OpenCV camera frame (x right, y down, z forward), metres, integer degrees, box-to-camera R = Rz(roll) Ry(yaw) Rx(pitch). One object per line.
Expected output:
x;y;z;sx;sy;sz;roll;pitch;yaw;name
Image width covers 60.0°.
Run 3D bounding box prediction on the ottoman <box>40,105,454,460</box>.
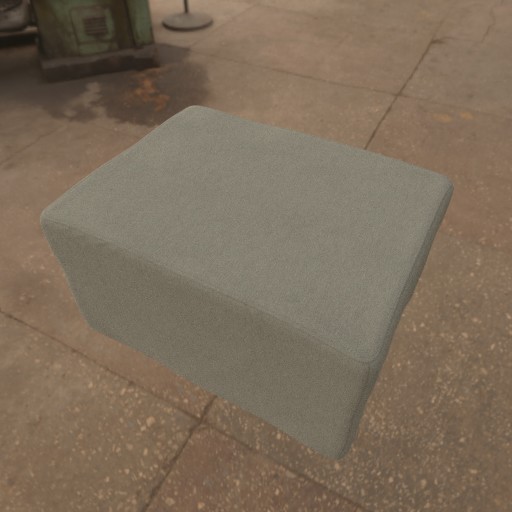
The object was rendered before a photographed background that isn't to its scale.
0.000;0.000;1.229;0.833;0.461;0.648;22;50;20;ottoman
